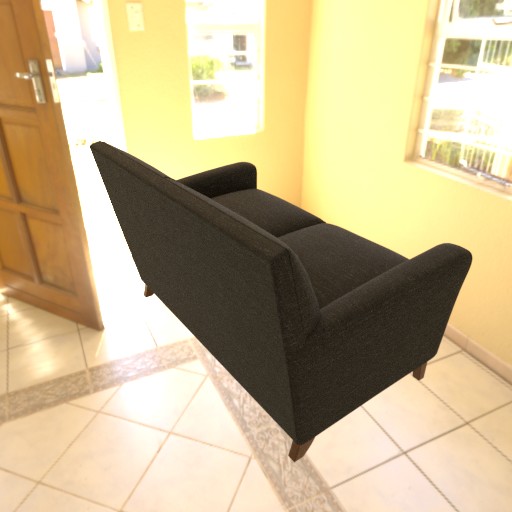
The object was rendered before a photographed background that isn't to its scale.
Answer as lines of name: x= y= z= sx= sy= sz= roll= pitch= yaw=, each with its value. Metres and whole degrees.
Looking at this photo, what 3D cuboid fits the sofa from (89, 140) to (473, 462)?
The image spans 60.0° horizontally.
sofa: x=0.000 y=0.000 z=1.909 sx=0.875 sy=0.846 sz=1.420 roll=-18 pitch=33 yaw=-31
